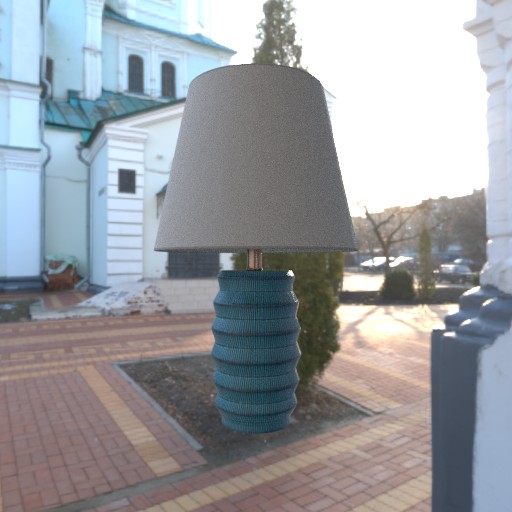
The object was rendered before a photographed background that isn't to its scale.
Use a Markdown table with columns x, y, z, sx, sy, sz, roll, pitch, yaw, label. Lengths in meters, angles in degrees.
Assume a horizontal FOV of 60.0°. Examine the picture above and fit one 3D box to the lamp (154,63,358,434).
| x | y | z | sx | sy | sz | roll | pitch | yaw | label |
| --- | --- | --- | --- | --- | --- | --- | --- | --- | --- |
| 0.000 | 0.000 | 0.786 | 0.355 | 0.582 | 0.355 | 0 | -1 | 0 | lamp |
